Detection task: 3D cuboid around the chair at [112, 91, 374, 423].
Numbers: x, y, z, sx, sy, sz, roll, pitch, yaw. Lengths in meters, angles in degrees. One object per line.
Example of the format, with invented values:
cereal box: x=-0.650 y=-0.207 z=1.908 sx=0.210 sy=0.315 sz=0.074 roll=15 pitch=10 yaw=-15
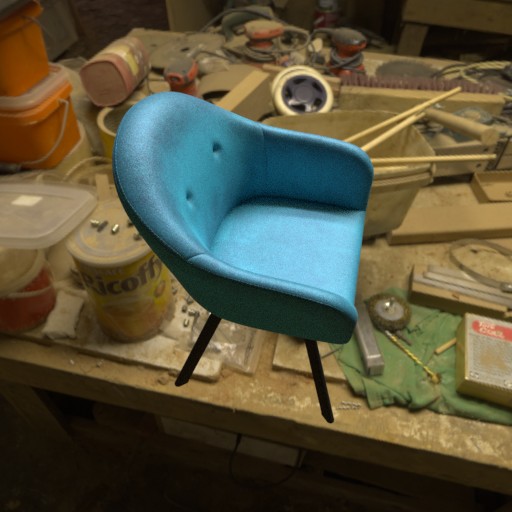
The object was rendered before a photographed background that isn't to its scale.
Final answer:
chair: x=0.000 y=0.000 z=1.168 sx=0.570 sy=0.780 sz=0.540 roll=10 pitch=49 yaw=9
